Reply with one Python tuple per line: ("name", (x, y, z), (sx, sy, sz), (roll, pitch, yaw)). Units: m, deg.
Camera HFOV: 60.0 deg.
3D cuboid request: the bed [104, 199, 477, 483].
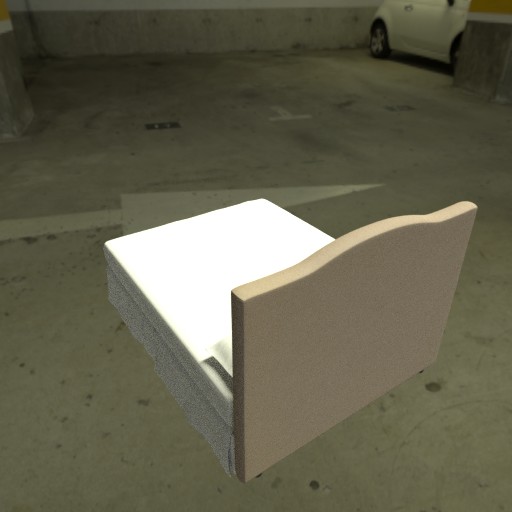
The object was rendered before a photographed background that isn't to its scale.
("bed", (0.000, 0.000, 3.388), (1.821, 1.436, 2.282), (-19, 36, -29))
